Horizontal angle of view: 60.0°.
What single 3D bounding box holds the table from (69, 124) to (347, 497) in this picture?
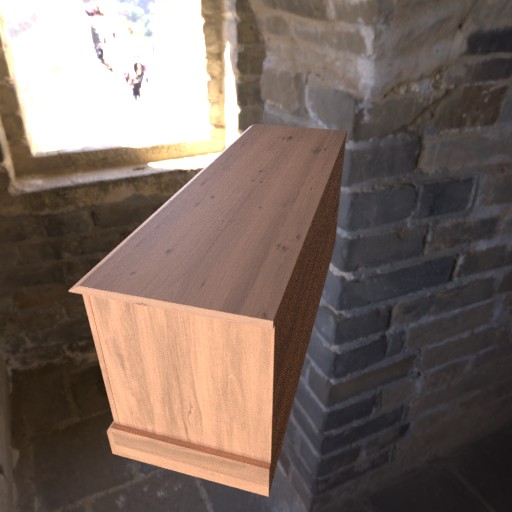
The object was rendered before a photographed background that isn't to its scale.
[{"bbox_3d":[0.000,0.000,1.412,0.400,0.510,1.200,8,32,13],"label":"table"}]
